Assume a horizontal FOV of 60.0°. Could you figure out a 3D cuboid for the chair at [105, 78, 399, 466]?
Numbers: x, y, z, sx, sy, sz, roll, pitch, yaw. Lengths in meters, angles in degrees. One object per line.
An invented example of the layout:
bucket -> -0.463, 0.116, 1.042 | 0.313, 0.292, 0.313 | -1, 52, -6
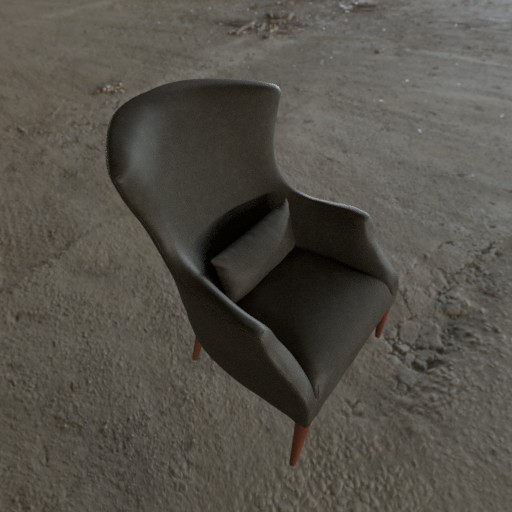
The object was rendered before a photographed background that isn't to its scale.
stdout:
chair -> 0.000, 0.000, 1.706 | 0.954, 1.068, 0.819 | 26, 48, 26
